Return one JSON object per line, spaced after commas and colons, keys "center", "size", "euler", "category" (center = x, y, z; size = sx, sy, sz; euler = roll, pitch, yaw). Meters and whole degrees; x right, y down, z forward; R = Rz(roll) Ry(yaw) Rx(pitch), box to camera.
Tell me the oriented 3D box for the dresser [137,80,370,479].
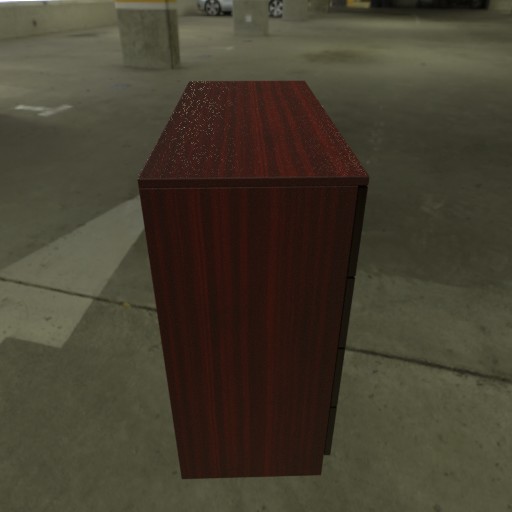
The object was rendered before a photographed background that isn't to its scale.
{"center": [0.000, 0.000, 1.139], "size": [0.360, 0.720, 0.750], "euler": [-1, 31, -1], "category": "dresser"}
